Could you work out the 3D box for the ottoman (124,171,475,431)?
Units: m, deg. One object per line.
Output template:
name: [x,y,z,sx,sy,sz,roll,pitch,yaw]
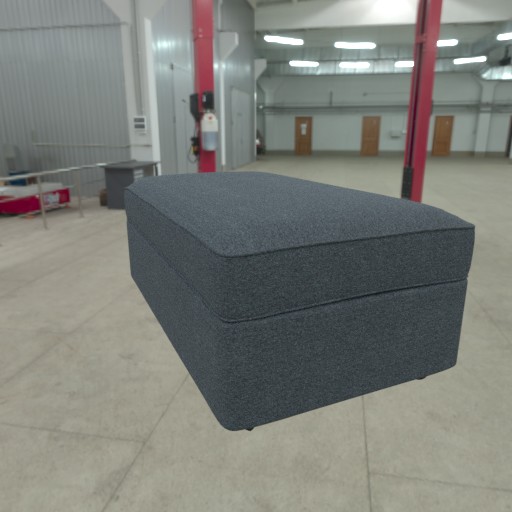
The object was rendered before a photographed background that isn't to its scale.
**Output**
ottoman: [0.000,0.000,1.501,0.681,0.494,1.173,-7,18,-24]
